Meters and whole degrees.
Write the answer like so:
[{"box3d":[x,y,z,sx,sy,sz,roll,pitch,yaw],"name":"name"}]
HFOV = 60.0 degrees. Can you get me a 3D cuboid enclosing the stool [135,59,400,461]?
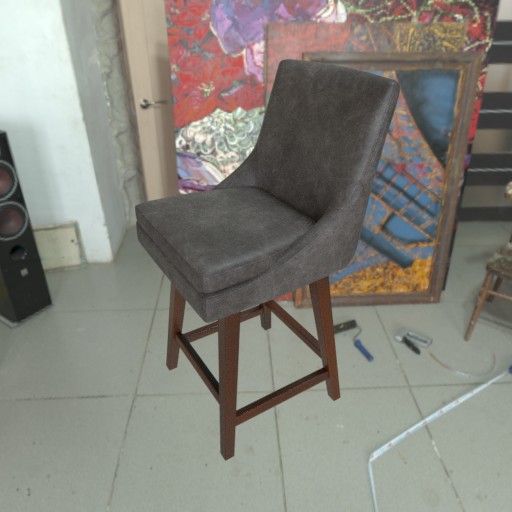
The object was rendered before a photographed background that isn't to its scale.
[{"box3d":[0.000,0.000,1.365,0.587,1.046,0.492,-18,36,-27],"name":"stool"}]
